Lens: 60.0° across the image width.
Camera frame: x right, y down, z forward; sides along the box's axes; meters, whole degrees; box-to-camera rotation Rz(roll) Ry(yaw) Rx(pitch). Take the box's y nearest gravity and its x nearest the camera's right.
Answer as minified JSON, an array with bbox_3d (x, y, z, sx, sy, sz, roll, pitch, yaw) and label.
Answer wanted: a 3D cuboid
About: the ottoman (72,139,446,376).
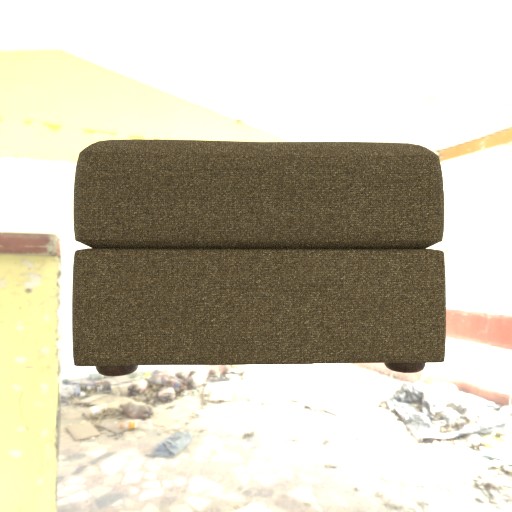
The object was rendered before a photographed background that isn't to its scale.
[{"bbox_3d":[0.000,0.000,1.117,0.742,0.476,0.598,0,-1,-3],"label":"ottoman"}]
